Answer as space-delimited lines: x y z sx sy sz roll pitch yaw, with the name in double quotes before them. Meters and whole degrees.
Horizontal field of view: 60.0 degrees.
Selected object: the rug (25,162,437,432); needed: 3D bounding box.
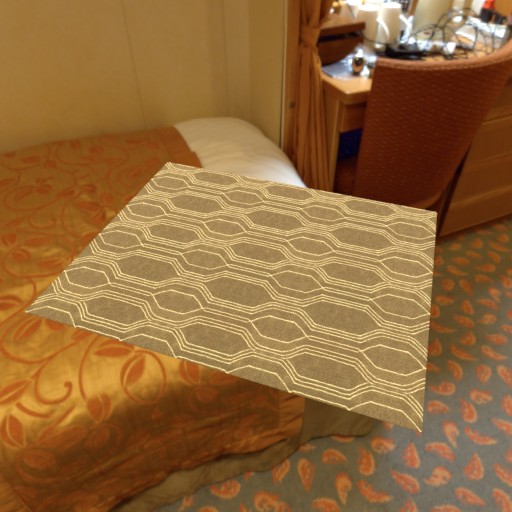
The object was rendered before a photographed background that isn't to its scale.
"rug" 0.000 0.000 4.032 3.062 0.012 2.457 13 44 14
